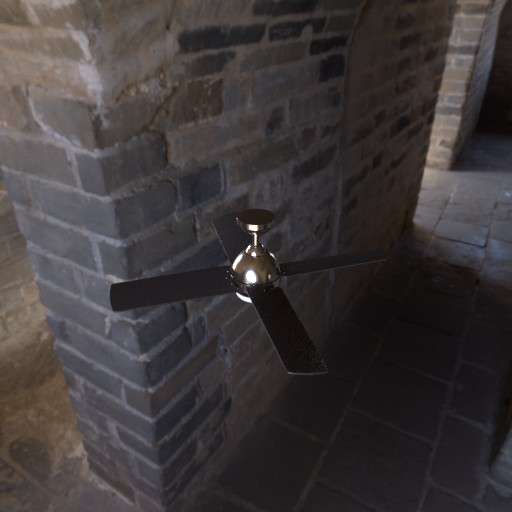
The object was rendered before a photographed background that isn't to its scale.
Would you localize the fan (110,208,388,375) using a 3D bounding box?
[{"bbox_3d":[0.000,0.000,2.047,1.332,0.403,1.332,-9,32,-14],"label":"fan"}]
